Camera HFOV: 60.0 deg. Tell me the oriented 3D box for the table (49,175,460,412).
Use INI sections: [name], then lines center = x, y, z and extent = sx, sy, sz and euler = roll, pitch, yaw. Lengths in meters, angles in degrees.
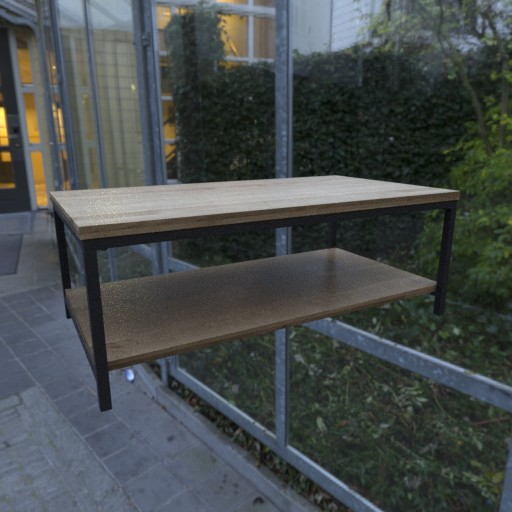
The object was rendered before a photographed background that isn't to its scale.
[table]
center = 0.000, 0.000, 1.352
extent = 1.062, 0.393, 0.574
euler = -8, 18, -28
